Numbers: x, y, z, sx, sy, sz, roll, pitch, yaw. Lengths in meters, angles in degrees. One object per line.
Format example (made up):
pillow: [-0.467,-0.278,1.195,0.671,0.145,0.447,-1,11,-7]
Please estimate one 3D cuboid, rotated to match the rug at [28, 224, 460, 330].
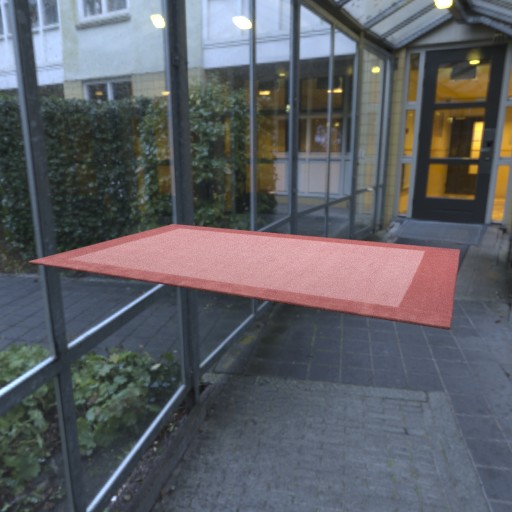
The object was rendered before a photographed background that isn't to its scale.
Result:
rug: [0.000,0.000,2.937,2.438,0.014,1.524,7,15,25]
